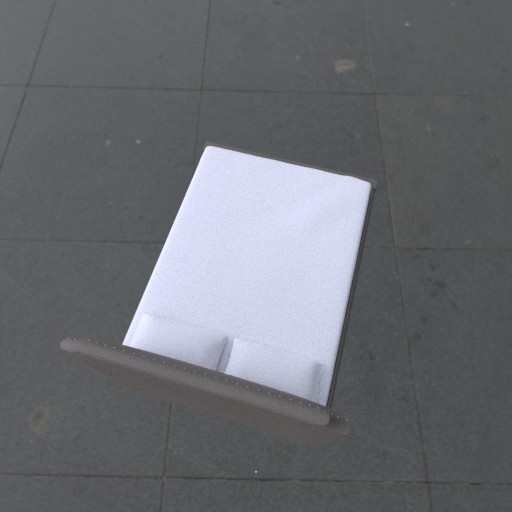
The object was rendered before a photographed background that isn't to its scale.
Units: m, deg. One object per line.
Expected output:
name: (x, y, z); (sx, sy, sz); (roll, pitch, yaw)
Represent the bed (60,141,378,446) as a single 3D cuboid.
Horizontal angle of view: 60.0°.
bed: (0.000, 0.000, 3.465); (1.712, 1.443, 2.372); (14, 65, 7)
